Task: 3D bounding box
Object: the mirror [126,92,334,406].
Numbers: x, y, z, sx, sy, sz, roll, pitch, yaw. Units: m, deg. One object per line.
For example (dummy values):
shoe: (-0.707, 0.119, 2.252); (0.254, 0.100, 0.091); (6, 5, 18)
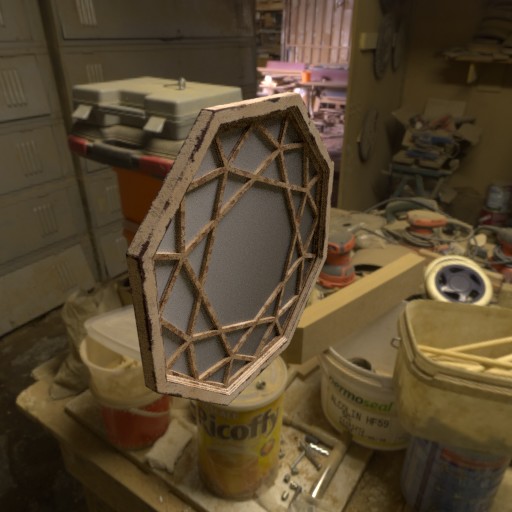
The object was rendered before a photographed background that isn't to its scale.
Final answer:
mirror: (0.000, 0.000, 0.966); (0.031, 0.648, 0.648); (18, 32, 31)
